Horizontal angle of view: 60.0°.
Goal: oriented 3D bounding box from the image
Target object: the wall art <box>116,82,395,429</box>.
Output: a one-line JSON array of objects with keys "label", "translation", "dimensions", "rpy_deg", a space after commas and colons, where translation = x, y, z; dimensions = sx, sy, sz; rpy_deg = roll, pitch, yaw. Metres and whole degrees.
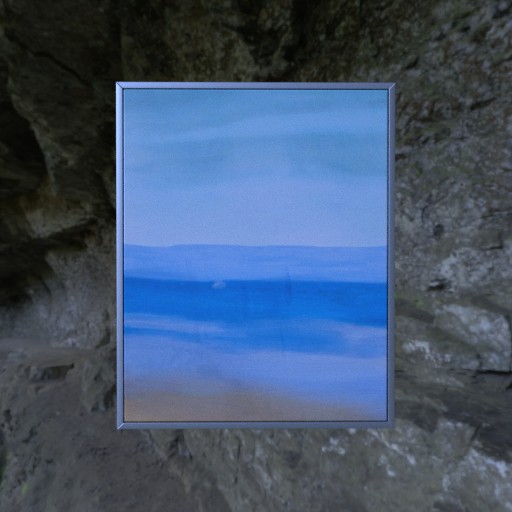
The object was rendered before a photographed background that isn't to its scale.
[{"label": "wall art", "translation": [0.000, 0.000, 0.726], "dimensions": [0.445, 0.553, 0.039], "rpy_deg": [0, 0, 0]}]
